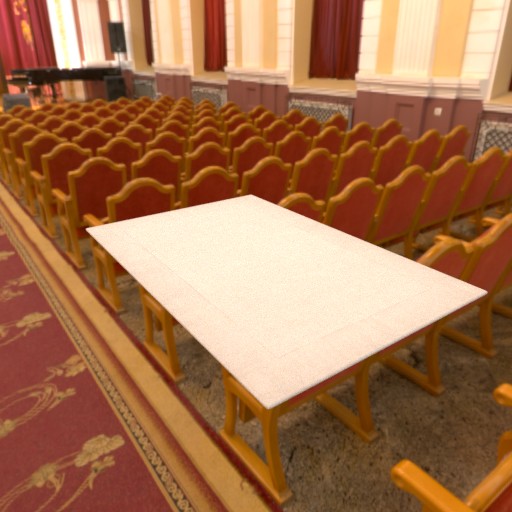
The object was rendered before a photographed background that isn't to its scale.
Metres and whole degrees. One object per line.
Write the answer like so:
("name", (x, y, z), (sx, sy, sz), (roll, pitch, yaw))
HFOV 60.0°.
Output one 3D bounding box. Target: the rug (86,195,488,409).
("rug", (0.000, 0.000, 2.313), (1.219, 0.013, 1.829), (-16, 29, -32))
